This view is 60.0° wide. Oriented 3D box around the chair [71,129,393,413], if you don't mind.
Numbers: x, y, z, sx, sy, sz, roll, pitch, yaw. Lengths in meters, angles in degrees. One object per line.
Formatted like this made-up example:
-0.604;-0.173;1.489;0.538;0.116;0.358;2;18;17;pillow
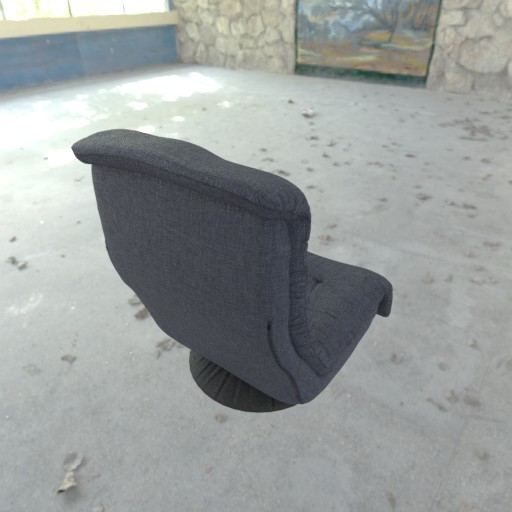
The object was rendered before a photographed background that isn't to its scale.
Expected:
0.000;0.000;1.201;0.597;0.749;0.668;22;37;31;chair
